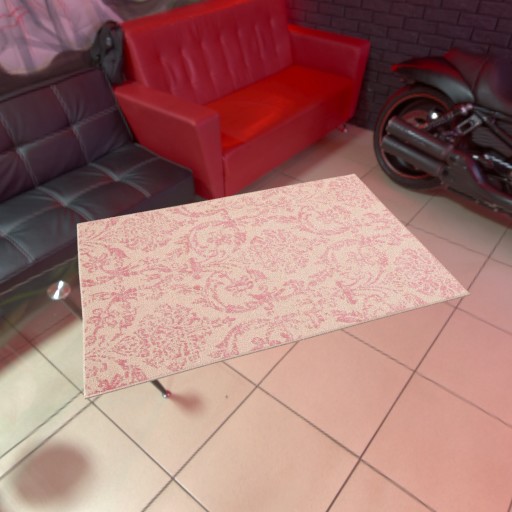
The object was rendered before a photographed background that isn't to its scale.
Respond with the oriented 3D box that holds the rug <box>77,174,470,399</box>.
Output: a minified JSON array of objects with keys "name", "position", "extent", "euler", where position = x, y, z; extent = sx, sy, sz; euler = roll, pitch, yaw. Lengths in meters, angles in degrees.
[{"name":"rug","position":[0.000,0.000,2.415],"extent":[1.839,0.012,1.219],"euler":[-12,43,-14]}]
